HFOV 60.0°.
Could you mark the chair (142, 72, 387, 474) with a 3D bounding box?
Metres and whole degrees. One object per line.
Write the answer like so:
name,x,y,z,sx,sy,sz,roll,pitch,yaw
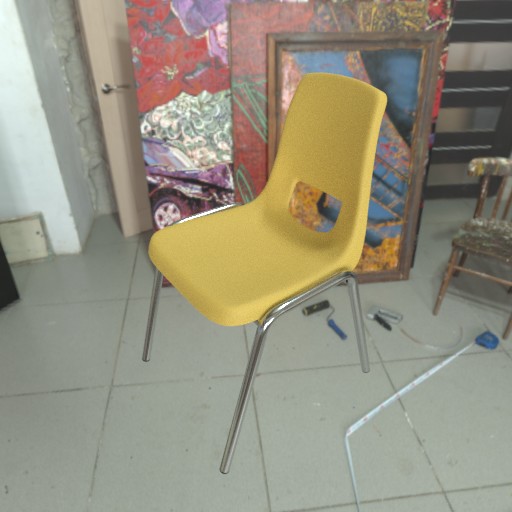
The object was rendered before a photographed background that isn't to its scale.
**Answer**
chair,0.000,0.000,0.912,0.436,0.653,0.381,-22,39,-30
